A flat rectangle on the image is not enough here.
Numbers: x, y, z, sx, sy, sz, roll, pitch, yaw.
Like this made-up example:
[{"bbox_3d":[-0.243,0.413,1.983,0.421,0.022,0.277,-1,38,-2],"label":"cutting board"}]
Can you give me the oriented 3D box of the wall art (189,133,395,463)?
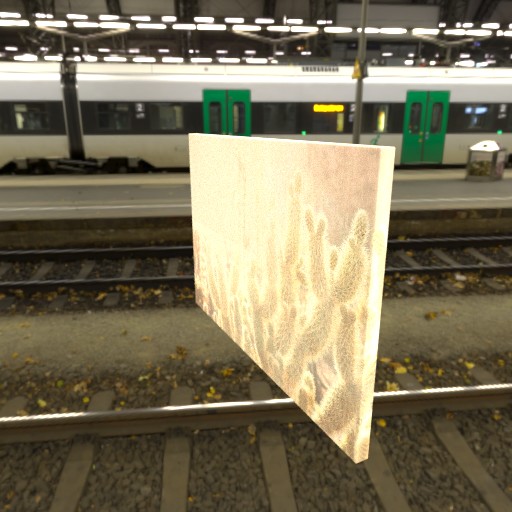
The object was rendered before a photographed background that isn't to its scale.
[{"bbox_3d":[0.000,0.000,1.474,0.041,0.758,1.142,-9,19,-26],"label":"wall art"}]
